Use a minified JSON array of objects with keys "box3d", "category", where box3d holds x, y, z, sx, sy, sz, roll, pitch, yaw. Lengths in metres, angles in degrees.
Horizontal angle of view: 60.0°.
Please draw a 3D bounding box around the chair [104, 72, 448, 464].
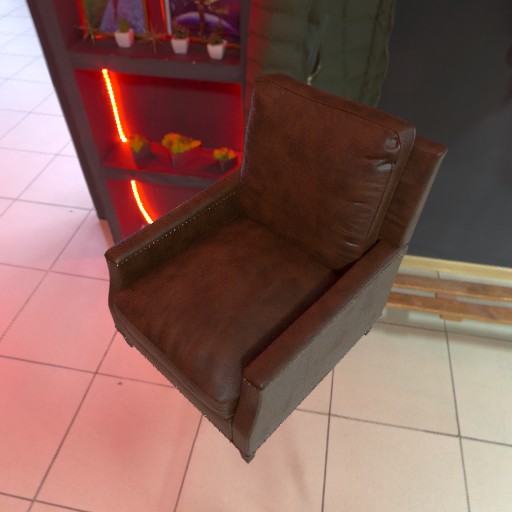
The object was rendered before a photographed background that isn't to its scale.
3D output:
[{"box3d":[0.000,0.000,1.770,0.854,1.054,1.035,34,55,29],"category":"chair"}]
